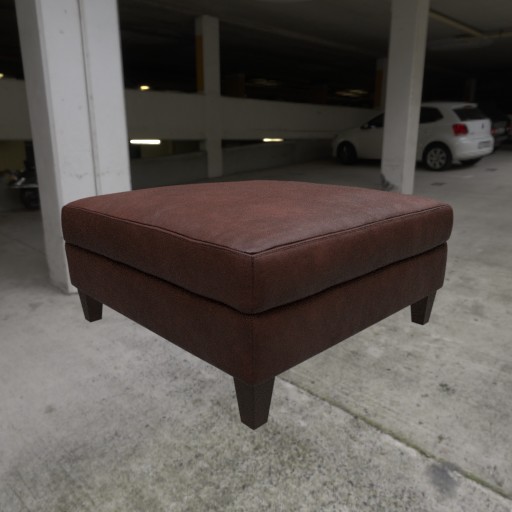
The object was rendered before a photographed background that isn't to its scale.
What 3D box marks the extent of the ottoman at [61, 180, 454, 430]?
[{"bbox_3d":[0.000,0.000,1.317,0.836,0.415,0.844,-14,21,-42],"label":"ottoman"}]
